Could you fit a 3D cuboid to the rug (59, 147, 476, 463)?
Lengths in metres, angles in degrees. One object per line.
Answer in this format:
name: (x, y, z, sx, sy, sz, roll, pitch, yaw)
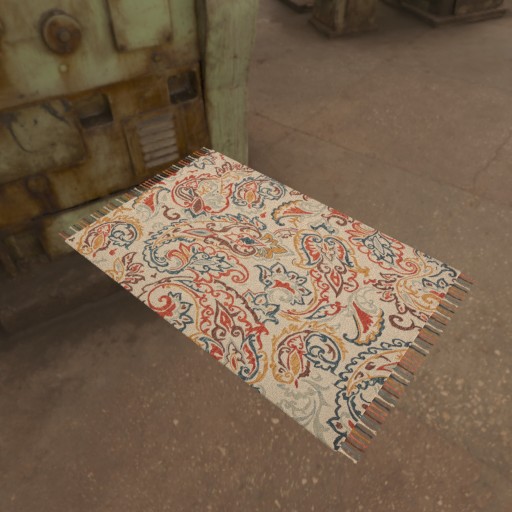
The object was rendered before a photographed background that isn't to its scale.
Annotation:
rug: (0.000, 0.000, 2.443, 1.997, 0.010, 1.218, 31, 54, 26)
